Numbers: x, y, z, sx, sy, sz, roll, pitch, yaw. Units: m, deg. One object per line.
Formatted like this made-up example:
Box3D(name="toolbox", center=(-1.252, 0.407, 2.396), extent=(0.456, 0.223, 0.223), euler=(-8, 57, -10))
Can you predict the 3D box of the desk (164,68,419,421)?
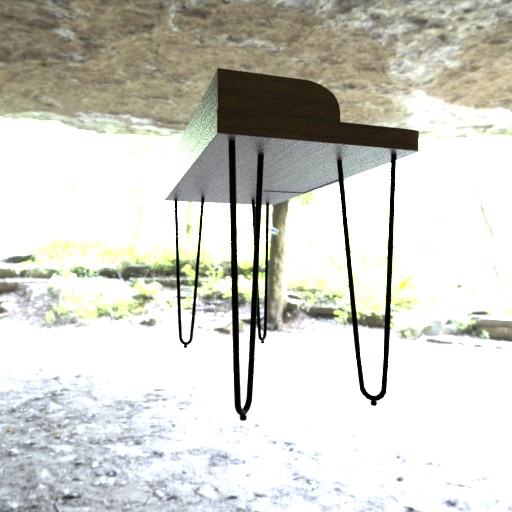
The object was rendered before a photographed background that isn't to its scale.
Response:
Box3D(name="desk", center=(0.000, 0.000, 1.675), extent=(0.565, 0.854, 1.200), euler=(0, -1, -17))
